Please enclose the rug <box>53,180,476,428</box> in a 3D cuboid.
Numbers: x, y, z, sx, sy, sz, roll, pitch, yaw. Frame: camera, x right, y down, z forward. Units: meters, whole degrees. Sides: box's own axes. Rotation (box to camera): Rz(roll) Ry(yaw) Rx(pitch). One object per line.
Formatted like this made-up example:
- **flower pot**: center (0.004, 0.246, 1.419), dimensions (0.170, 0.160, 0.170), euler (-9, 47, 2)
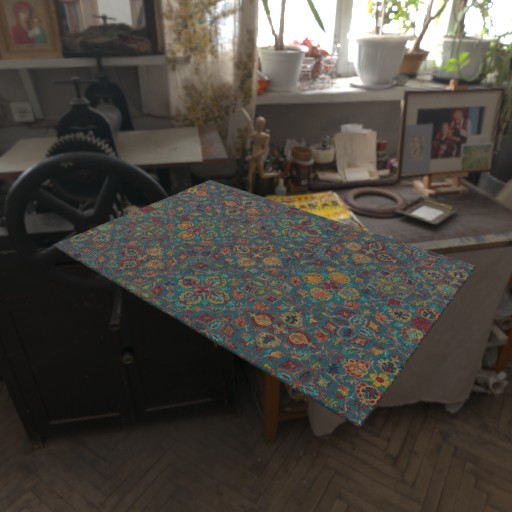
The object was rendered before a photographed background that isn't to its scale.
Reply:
- **rug**: center (0.000, 0.000, 2.296), dimensions (1.836, 0.014, 1.216), euler (23, 38, 33)
